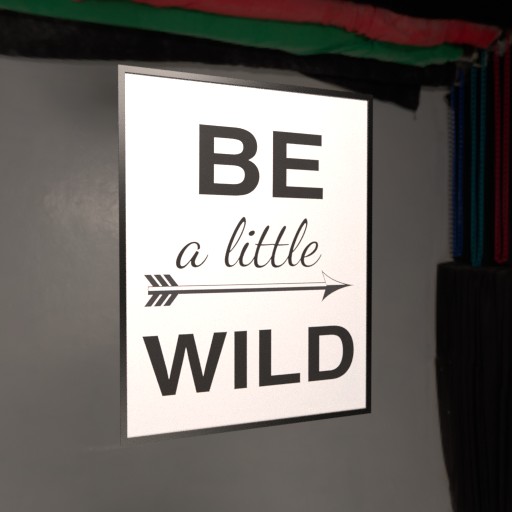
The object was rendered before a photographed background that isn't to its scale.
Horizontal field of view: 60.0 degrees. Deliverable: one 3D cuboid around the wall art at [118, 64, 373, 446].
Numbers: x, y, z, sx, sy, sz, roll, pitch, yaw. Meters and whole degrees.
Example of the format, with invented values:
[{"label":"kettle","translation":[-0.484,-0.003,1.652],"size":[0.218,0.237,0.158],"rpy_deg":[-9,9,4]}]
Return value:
[{"label":"wall art","translation":[0.000,0.000,0.750],"size":[0.442,0.582,0.013],"rpy_deg":[0,1,-18]}]
